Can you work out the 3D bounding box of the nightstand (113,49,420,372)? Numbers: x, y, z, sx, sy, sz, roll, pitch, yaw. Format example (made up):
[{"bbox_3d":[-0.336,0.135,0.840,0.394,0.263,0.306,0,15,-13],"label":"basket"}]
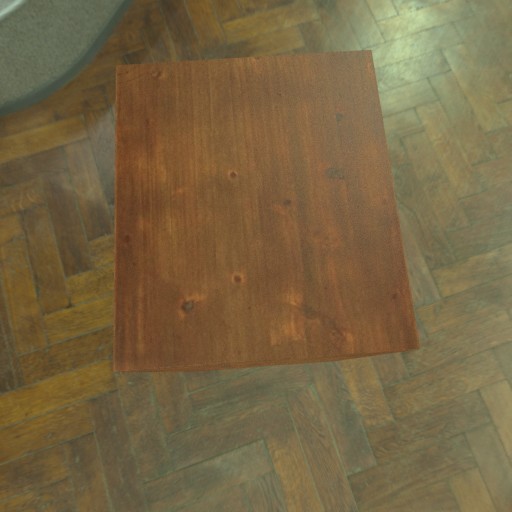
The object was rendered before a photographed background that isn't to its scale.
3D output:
[{"bbox_3d":[0.000,0.000,0.972,0.410,0.695,0.465,-4,75,-1],"label":"nightstand"}]
